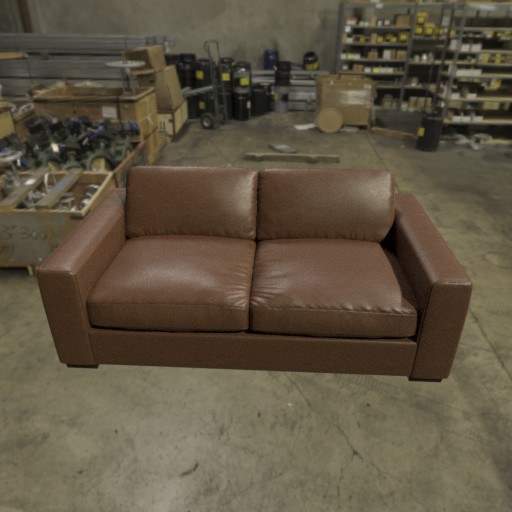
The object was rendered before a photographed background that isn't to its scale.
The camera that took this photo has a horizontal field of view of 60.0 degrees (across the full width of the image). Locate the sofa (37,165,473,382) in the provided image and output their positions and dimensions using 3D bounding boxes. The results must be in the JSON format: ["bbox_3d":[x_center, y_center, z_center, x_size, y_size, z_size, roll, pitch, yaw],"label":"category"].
[{"bbox_3d":[0.000,0.000,2.431,1.920,0.800,1.070,2,29,3],"label":"sofa"}]
